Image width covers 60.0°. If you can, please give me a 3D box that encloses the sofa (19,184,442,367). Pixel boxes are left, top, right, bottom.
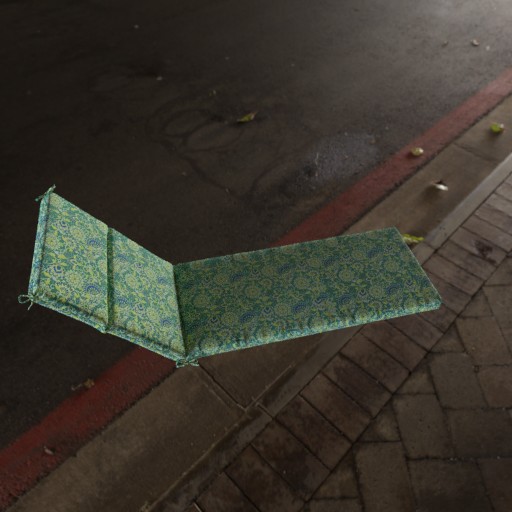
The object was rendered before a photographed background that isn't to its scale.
[{"bbox_3d":[0.000,0.000,1.900,1.663,0.622,0.582,-10,48,-9],"label":"sofa"}]
